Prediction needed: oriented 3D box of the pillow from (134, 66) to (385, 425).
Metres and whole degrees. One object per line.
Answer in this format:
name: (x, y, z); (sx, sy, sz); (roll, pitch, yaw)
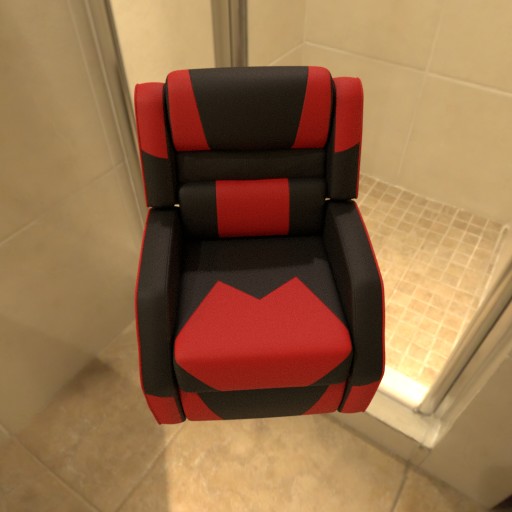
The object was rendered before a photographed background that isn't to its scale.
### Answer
pillow: (0.000, 0.000, 1.247); (0.620, 0.805, 0.672); (-3, 46, -2)
